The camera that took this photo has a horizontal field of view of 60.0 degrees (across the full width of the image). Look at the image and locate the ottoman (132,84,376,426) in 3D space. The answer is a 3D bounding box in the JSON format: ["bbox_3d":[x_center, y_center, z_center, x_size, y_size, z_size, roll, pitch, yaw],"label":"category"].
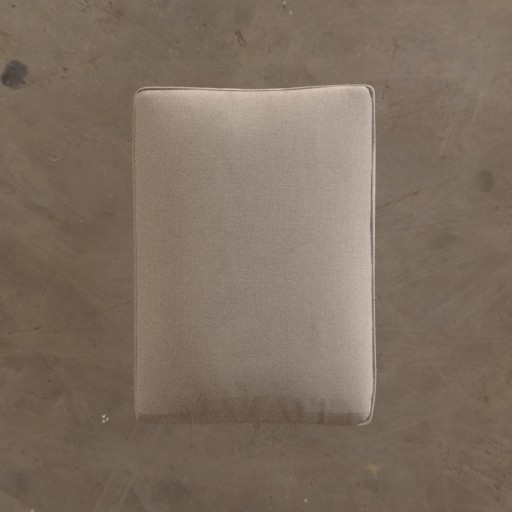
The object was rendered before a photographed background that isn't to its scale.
[{"bbox_3d":[0.000,0.000,1.006,0.501,0.456,0.665,0,91,1],"label":"ottoman"}]
